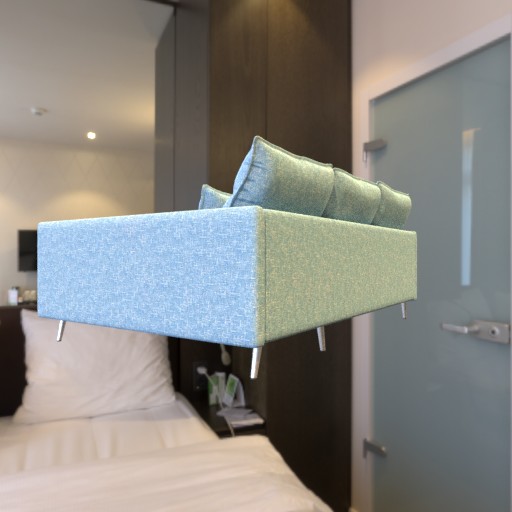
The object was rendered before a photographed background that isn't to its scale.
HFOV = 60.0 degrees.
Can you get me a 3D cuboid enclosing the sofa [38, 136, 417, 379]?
[{"bbox_3d":[0.000,0.000,2.761,1.420,0.899,2.034,0,0,35],"label":"sofa"}]
